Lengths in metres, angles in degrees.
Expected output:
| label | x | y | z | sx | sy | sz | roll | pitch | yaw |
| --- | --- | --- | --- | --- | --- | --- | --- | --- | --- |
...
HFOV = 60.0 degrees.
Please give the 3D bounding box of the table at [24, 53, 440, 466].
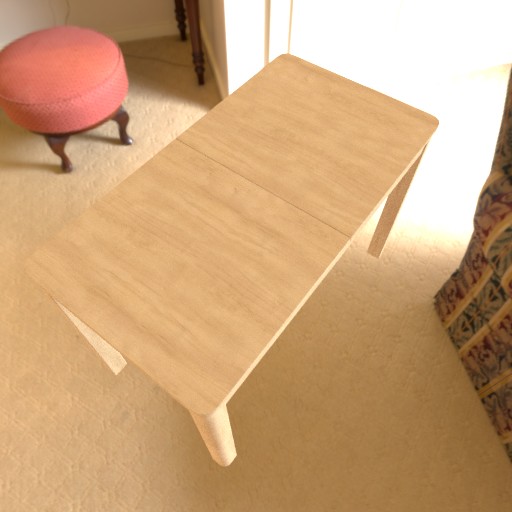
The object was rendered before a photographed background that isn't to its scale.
| label | x | y | z | sx | sy | sz | roll | pitch | yaw |
| --- | --- | --- | --- | --- | --- | --- | --- | --- | --- |
| table | 0.000 | 0.000 | 1.896 | 0.750 | 0.900 | 1.400 | 32 | 63 | 19 |
